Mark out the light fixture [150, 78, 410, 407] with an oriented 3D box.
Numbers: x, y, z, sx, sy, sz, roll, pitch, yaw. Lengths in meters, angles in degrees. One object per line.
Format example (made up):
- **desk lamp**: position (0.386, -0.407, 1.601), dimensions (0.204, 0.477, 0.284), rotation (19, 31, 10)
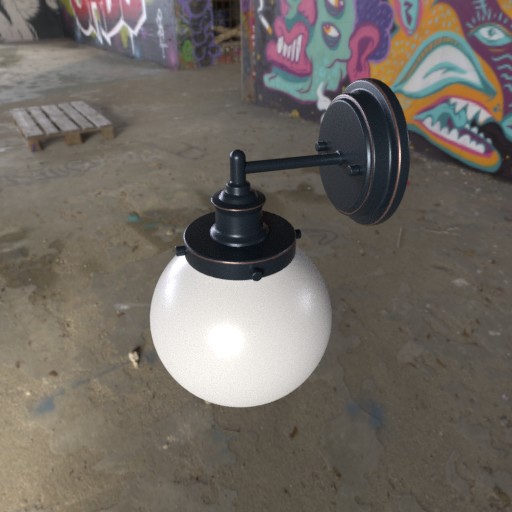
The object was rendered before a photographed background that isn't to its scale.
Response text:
- **light fixture**: position (0.000, 0.000, 0.456), dimensions (0.230, 0.332, 0.197), rotation (-9, 33, -14)
